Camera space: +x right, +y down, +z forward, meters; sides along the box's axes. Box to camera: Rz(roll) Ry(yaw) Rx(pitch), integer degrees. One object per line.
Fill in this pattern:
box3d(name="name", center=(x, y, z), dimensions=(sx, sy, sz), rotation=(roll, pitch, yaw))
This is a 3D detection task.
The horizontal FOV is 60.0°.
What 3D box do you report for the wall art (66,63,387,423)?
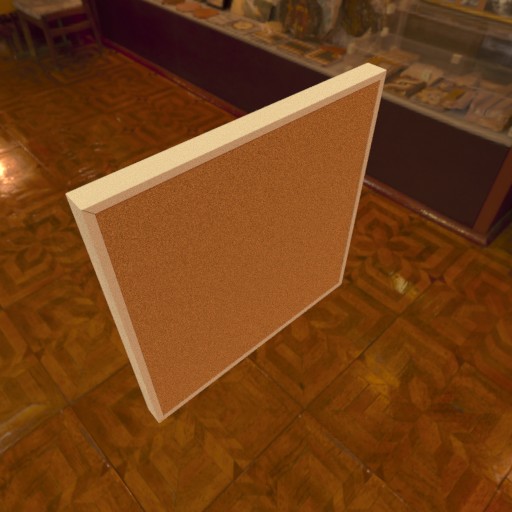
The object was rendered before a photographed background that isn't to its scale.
box3d(name="wall art", center=(0.000, 0.000, 0.759), dimensions=(0.508, 0.508, 0.037), rotation=(-32, 54, -28))
